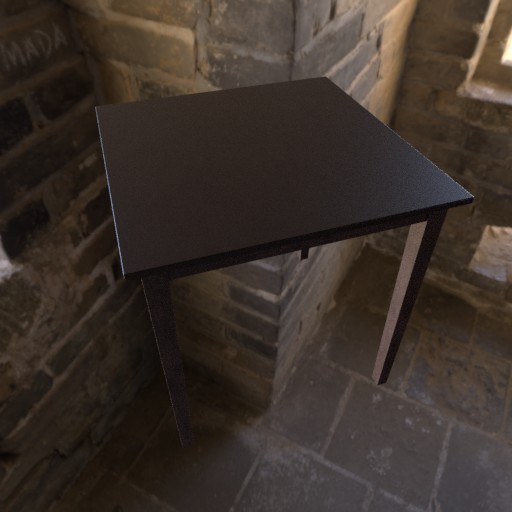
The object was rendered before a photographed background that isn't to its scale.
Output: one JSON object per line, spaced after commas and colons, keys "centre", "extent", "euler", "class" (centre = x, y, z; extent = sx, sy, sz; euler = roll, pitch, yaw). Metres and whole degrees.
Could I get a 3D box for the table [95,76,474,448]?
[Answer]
{"centre": [0.000, 0.000, 1.395], "extent": [0.749, 0.770, 0.749], "euler": [-13, 44, -14], "class": "table"}
